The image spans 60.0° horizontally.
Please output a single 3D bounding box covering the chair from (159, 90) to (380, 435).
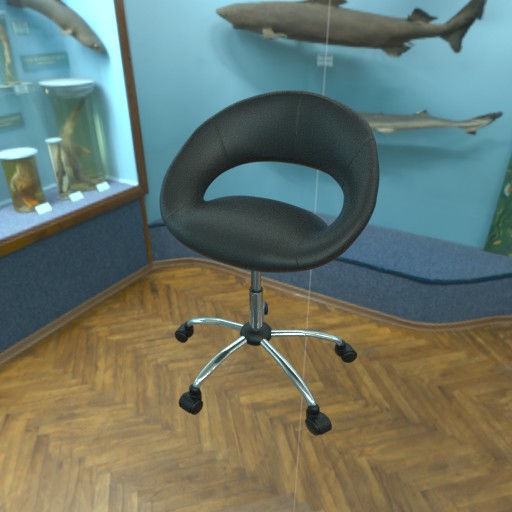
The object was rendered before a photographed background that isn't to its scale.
[{"bbox_3d":[0.000,0.000,1.200,0.612,0.791,0.538,18,34,29],"label":"chair"}]
